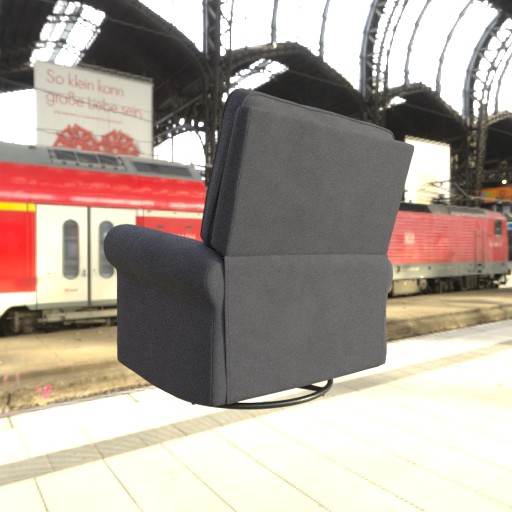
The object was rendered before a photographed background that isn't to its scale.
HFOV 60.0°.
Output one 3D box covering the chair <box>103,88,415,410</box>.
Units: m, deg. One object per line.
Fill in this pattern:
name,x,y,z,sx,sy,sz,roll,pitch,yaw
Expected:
chair,0.000,0.000,1.661,0.890,0.961,0.878,-1,1,-37
